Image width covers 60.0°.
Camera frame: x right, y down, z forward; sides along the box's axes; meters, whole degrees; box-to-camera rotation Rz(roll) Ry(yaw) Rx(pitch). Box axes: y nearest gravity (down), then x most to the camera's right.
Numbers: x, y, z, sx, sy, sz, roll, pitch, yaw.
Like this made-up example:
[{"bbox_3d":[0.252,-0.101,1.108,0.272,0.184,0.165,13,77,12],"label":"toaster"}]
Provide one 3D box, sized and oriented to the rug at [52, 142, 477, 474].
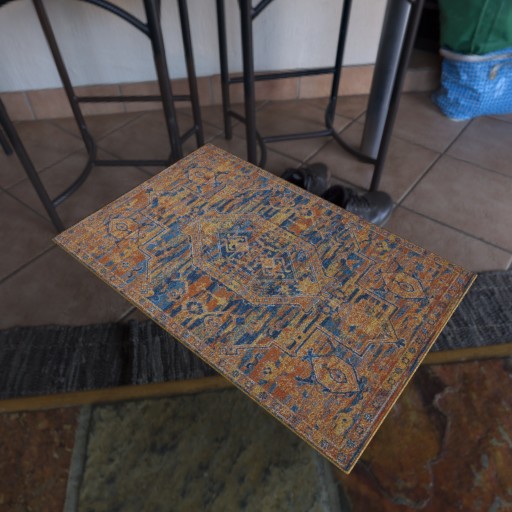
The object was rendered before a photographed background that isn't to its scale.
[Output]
[{"bbox_3d":[0.000,0.000,2.168,1.758,0.013,1.148,31,54,26],"label":"rug"}]
